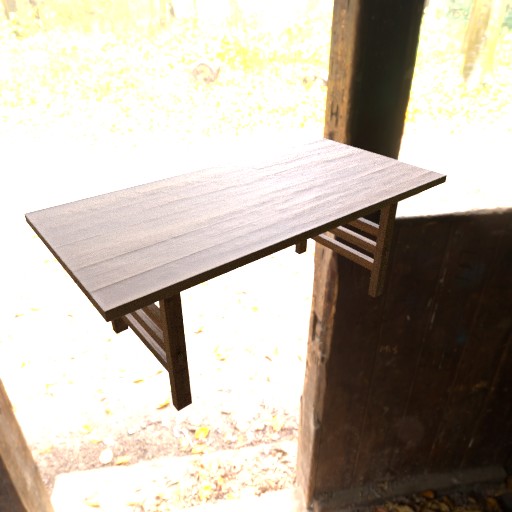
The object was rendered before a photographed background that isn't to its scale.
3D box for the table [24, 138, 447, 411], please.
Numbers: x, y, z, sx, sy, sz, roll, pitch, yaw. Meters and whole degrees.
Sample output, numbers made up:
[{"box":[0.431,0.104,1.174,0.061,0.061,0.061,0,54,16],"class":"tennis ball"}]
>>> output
[{"box":[0.000,0.000,2.469,2.003,0.760,0.952,-22,37,-33],"class":"table"}]
